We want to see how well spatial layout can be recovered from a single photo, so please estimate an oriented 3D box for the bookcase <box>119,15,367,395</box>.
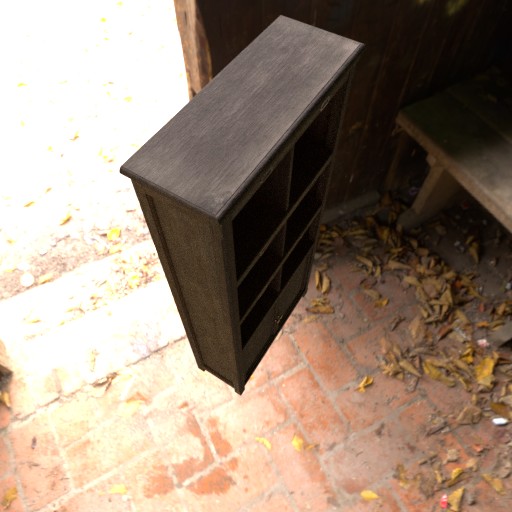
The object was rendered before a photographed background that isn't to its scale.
[{"bbox_3d":[0.000,0.000,2.191,0.348,1.880,0.906,28,63,16],"label":"bookcase"}]
